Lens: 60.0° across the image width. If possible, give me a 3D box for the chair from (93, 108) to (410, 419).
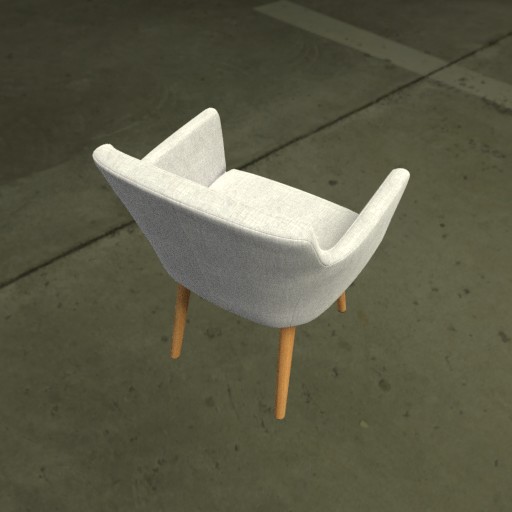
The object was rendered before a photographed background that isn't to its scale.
[{"bbox_3d":[0.000,0.000,1.161,0.570,0.780,0.540,24,51,21],"label":"chair"}]
